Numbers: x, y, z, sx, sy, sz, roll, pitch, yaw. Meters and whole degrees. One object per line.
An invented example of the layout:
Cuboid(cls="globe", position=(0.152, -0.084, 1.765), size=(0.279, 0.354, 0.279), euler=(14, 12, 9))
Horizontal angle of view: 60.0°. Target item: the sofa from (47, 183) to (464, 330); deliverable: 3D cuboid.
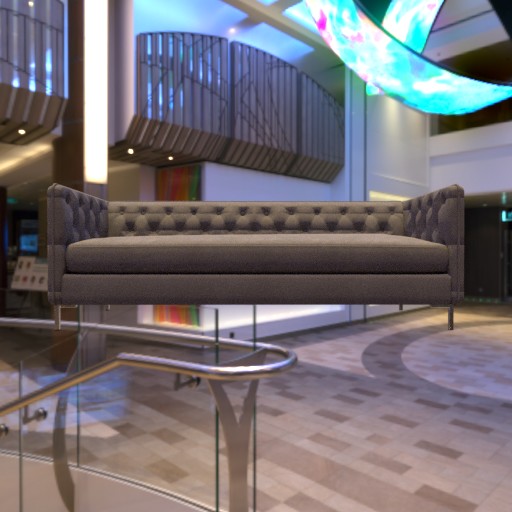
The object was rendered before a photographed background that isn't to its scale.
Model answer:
Cuboid(cls="sofa", position=(0.000, 0.000, 2.723), size=(2.209, 0.771, 0.895), euler=(0, 1, 0))
